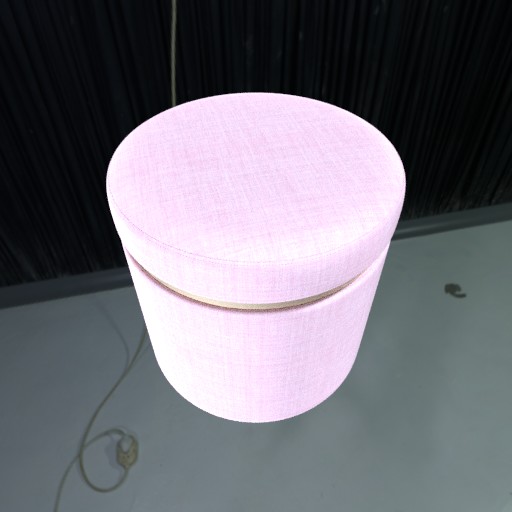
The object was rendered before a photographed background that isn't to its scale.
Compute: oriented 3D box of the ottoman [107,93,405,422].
[{"bbox_3d":[0.000,0.000,0.731,0.400,0.406,0.400,0,45,0],"label":"ottoman"}]
